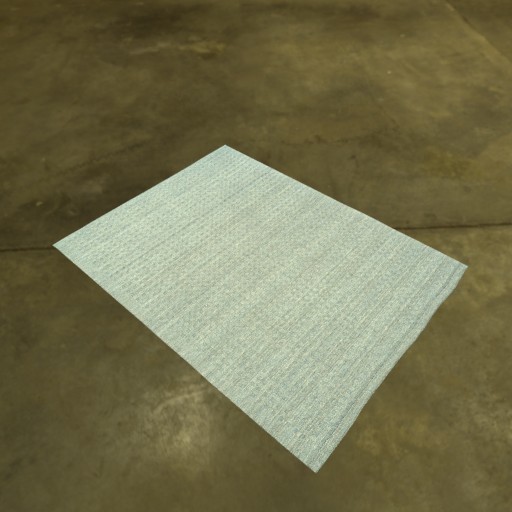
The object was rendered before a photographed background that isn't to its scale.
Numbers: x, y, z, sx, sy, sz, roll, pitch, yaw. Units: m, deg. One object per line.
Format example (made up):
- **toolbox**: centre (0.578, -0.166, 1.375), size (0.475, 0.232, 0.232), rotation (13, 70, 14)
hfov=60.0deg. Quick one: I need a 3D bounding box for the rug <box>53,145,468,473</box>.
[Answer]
- **rug**: centre (0.000, 0.000, 4.248), size (3.200, 0.007, 2.443), rotation (32, 54, 28)
